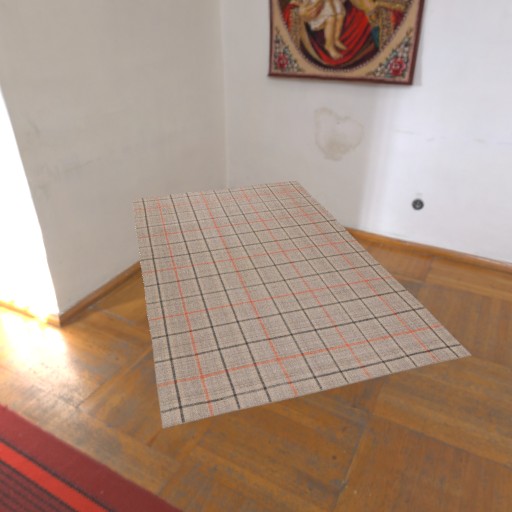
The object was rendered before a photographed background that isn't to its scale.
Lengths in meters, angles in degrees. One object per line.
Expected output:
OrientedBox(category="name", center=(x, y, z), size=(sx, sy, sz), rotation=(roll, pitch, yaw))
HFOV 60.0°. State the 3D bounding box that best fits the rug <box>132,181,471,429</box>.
OrientedBox(category="rug", center=(0.000, 0.000, 3.025), size=(1.524, 0.015, 2.439), rotation=(-9, 32, -14))
